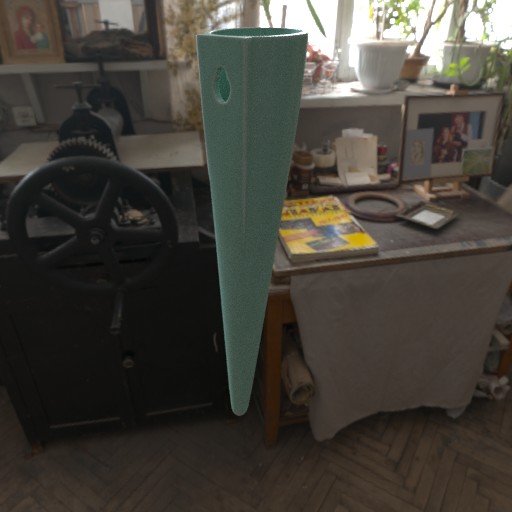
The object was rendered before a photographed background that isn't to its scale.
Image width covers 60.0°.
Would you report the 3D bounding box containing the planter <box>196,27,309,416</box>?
[{"bbox_3d":[0.000,0.000,0.295,0.054,0.268,0.055,23,37,33],"label":"planter"}]
